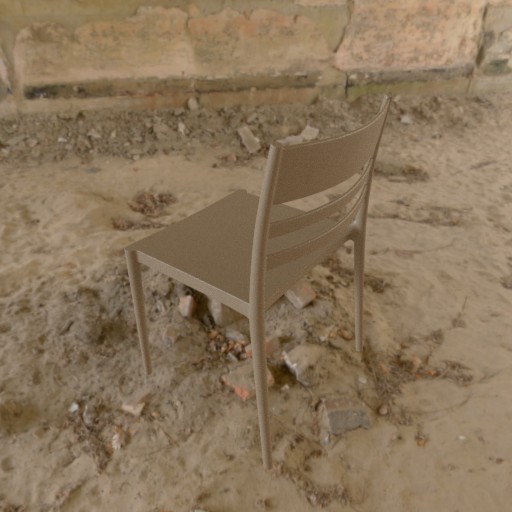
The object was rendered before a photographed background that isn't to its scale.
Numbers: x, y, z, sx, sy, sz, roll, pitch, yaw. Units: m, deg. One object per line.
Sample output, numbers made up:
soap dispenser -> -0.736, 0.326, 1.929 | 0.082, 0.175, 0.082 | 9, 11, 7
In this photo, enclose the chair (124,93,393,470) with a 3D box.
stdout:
chair -> 0.000, 0.000, 1.174 | 0.511, 0.800, 0.531 | 22, 38, 31
